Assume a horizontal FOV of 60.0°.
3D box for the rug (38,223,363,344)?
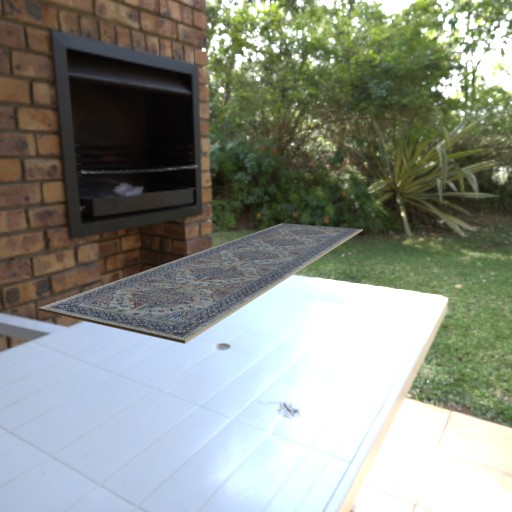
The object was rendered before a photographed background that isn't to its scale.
[{"bbox_3d":[0.000,0.000,2.497,0.661,0.013,2.297,6,14,26],"label":"rug"}]
